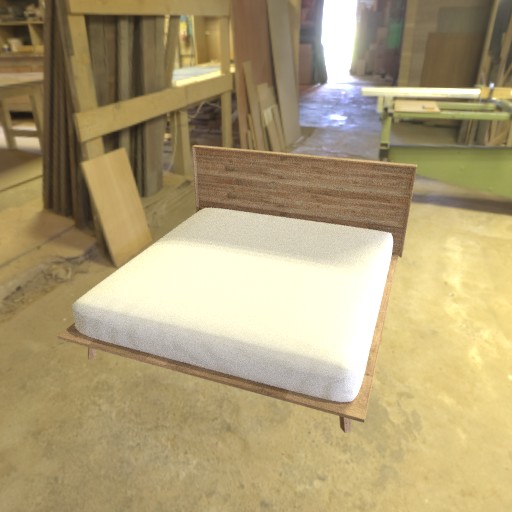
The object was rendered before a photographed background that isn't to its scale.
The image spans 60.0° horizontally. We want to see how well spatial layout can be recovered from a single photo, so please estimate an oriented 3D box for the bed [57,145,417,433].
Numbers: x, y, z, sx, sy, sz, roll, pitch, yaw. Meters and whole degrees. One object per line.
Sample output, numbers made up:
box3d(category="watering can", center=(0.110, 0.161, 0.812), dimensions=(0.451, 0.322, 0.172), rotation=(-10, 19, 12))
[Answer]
box3d(category="bed", center=(0.000, 0.000, 3.448), dimensions=(2.116, 1.100, 2.167), rotation=(10, 28, 18))
